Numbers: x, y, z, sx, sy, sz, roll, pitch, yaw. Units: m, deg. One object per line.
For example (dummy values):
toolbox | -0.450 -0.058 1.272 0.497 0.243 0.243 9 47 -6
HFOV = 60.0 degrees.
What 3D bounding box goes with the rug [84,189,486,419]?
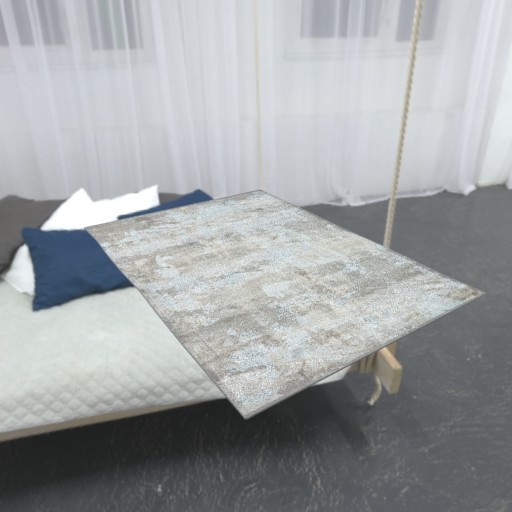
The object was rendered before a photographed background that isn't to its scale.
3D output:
rug | 0.000 0.000 4.301 2.393 0.013 3.307 -17 31 -30
